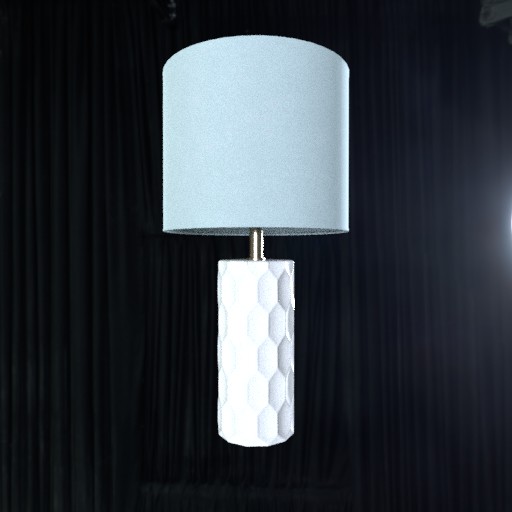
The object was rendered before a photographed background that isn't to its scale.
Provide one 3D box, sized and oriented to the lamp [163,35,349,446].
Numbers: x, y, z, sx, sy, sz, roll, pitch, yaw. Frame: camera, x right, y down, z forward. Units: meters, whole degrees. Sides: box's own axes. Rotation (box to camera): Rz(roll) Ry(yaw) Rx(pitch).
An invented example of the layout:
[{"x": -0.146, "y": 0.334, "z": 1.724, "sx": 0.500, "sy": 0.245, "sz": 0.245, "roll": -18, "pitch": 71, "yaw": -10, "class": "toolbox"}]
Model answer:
[{"x": 0.000, "y": 0.000, "z": 0.674, "sx": 0.277, "sy": 0.534, "sz": 0.277, "roll": 0, "pitch": 1, "yaw": -2, "class": "lamp"}]
